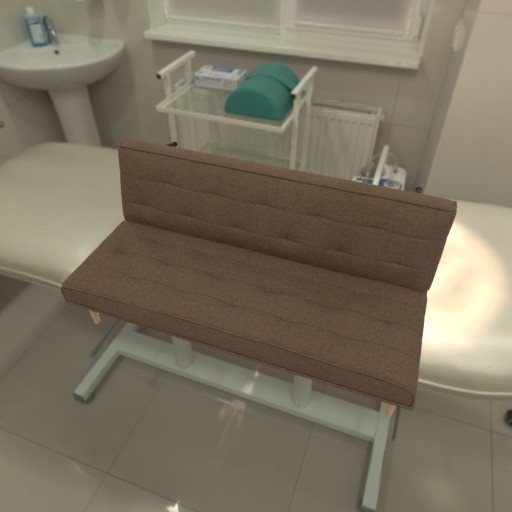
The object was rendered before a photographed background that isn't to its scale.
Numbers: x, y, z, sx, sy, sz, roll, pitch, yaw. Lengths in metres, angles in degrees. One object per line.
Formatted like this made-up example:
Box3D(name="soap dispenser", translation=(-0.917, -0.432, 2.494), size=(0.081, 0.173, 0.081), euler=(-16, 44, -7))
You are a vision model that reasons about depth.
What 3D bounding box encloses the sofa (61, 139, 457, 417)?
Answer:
Box3D(name="sofa", translation=(0.000, 0.000, 2.367), size=(1.820, 0.810, 1.038), euler=(14, 44, 15))
